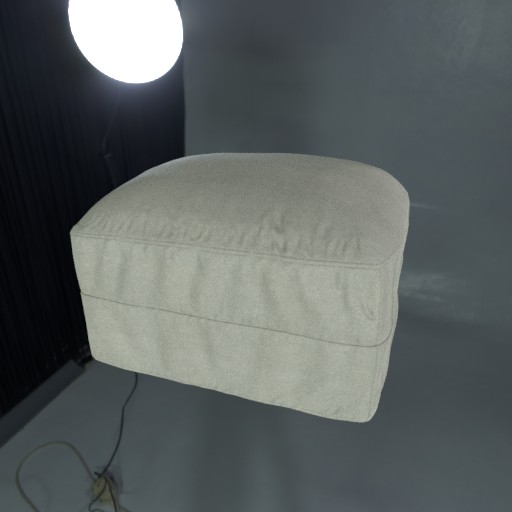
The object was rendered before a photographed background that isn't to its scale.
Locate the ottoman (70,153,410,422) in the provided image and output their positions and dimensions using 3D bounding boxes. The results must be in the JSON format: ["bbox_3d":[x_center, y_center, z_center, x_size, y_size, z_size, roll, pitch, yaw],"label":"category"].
[{"bbox_3d":[0.000,0.000,1.119,0.712,0.480,0.584,9,27,17],"label":"ottoman"}]
